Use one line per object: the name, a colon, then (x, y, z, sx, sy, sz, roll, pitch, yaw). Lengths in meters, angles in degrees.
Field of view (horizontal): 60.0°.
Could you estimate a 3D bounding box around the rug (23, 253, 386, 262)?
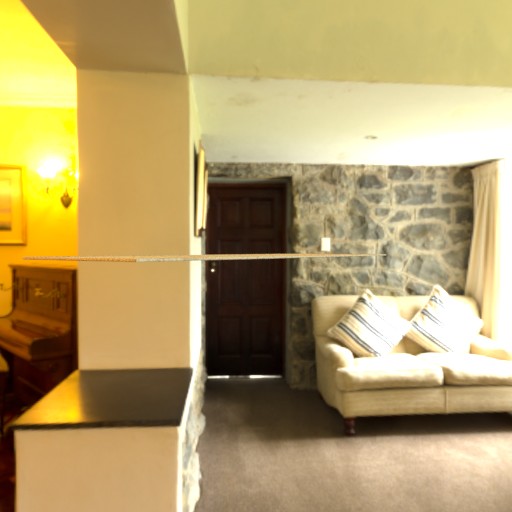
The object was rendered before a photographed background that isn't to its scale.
rug: (0.000, 0.000, 2.719, 0.775, 0.012, 2.452, 1, 1, 36)
